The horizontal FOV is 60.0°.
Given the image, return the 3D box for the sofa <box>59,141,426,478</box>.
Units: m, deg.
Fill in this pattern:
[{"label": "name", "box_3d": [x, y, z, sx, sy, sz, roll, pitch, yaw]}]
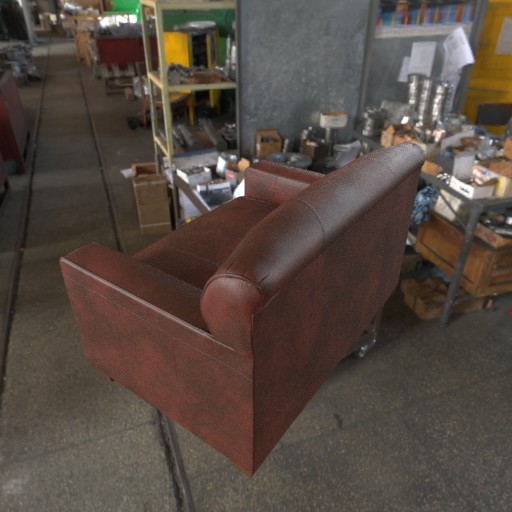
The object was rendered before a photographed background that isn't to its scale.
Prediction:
[{"label": "sofa", "box_3d": [0.000, 0.000, 2.046, 1.000, 0.956, 1.413, 21, 38, 30]}]
